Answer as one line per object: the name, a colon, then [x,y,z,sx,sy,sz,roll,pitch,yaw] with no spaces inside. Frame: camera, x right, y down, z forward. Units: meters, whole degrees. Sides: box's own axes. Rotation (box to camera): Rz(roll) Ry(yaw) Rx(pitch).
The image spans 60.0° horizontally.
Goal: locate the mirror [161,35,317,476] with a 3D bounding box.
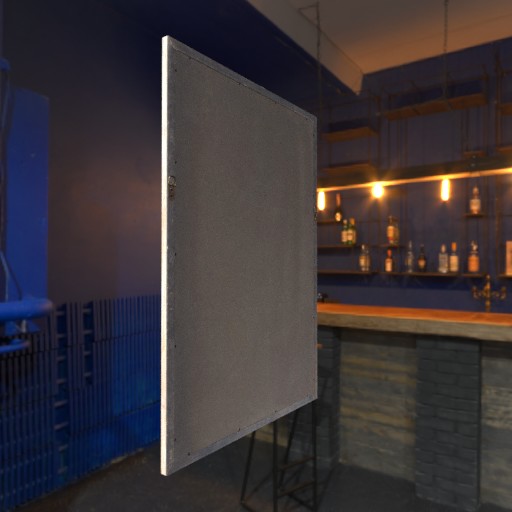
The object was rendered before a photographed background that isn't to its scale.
mirror: [0.000,0.000,1.290,0.025,0.996,0.705,-1,-1,36]
